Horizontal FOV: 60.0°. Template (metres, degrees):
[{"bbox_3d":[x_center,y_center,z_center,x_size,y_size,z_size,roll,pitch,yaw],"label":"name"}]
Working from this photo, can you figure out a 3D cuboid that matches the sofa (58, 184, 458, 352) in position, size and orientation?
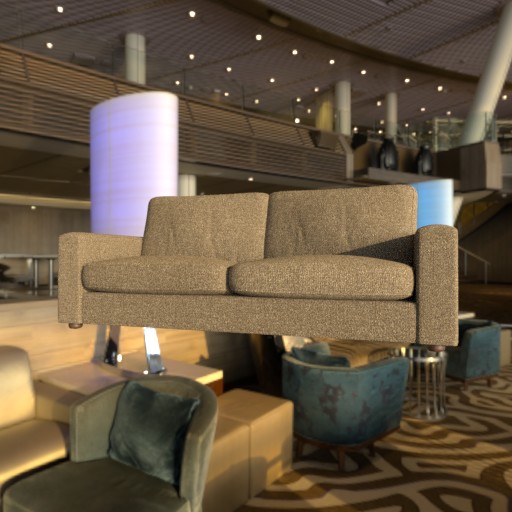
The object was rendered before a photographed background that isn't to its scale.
[{"bbox_3d":[0.000,0.000,2.718,2.179,0.873,1.016,0,0,19],"label":"sofa"}]
